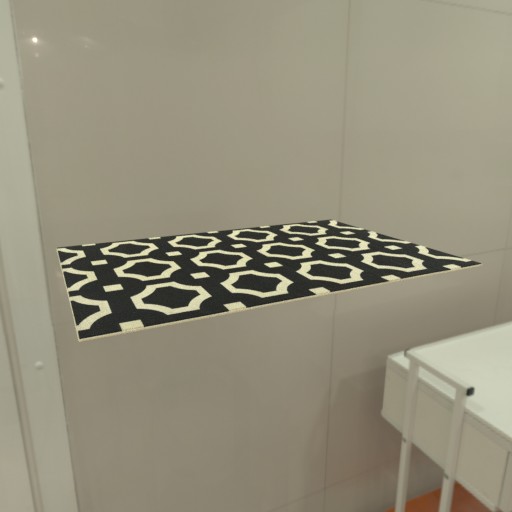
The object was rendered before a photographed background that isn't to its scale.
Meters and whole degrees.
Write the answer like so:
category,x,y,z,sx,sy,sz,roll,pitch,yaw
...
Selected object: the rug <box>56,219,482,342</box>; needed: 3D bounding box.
category,x,y,z,sx,sy,sz,roll,pitch,yaw
rug,0.000,0.000,2.856,2.286,0.016,1.555,-8,17,-25
